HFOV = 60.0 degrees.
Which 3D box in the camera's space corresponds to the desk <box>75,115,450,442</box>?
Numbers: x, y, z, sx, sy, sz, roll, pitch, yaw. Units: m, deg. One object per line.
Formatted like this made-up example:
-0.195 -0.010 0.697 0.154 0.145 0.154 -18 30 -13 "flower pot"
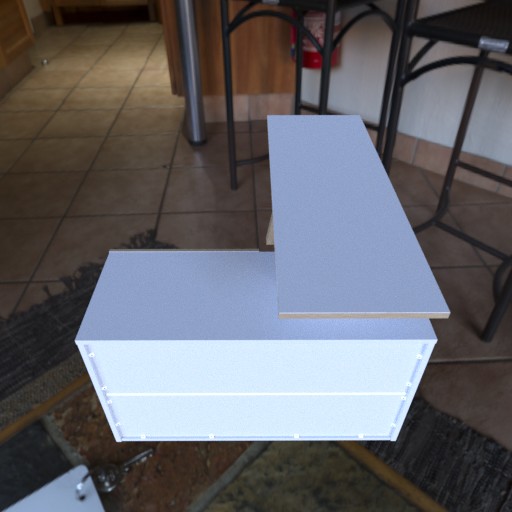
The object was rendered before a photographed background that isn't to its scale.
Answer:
0.000 0.000 2.034 1.098 0.755 1.404 0 40 0 "desk"
